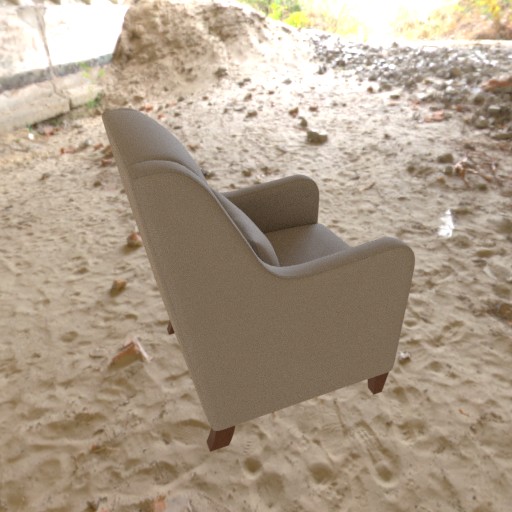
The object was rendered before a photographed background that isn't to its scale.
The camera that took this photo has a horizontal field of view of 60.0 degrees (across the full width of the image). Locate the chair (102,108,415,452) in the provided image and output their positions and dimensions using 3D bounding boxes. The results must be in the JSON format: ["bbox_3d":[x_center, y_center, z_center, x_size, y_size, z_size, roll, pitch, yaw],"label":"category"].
[{"bbox_3d":[0.000,0.000,1.595,0.863,1.010,0.715,-11,32,-19],"label":"chair"}]
